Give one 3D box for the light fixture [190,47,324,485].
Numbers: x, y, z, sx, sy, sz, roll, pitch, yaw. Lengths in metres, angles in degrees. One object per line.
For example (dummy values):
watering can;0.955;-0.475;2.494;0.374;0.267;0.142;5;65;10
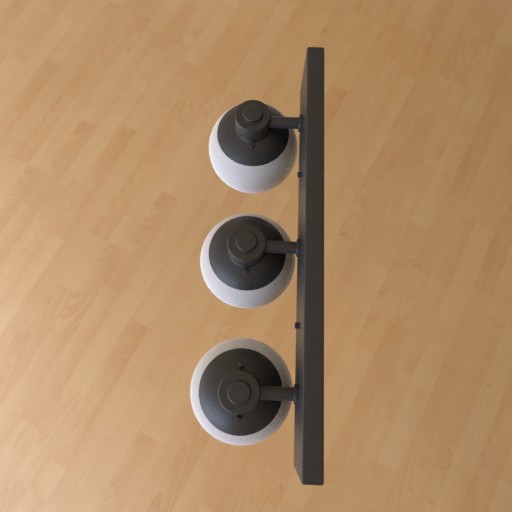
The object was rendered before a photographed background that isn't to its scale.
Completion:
light fixture;0.000;0.000;0.835;0.218;0.263;0.721;2;75;1
